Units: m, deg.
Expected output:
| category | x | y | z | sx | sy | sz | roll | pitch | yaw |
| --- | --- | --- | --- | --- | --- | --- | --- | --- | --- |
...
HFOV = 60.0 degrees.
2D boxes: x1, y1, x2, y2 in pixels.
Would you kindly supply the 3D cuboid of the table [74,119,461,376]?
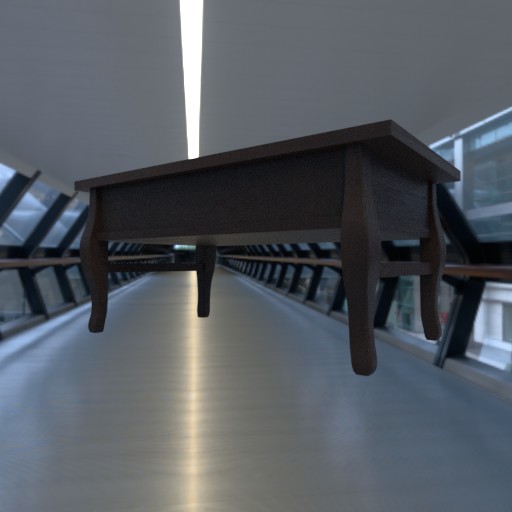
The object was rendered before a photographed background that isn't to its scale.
| category | x | y | z | sx | sy | sz | roll | pitch | yaw |
| --- | --- | --- | --- | --- | --- | --- | --- | --- | --- |
| table | 0.000 | 0.000 | 1.377 | 1.062 | 0.494 | 0.600 | -1 | -1 | 37 |
